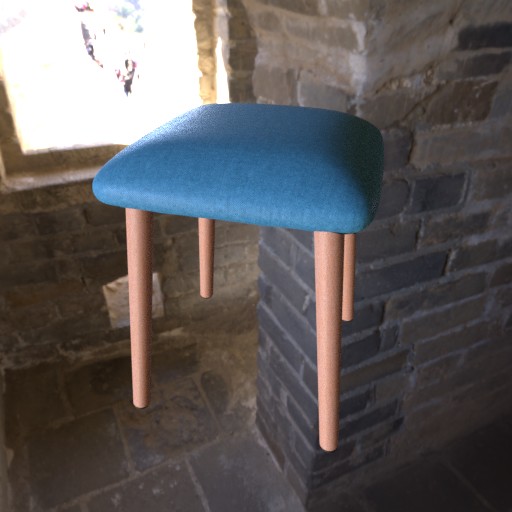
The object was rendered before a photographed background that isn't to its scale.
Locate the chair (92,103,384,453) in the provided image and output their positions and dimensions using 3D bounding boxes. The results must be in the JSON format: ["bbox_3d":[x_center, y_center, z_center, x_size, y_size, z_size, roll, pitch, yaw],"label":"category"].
[{"bbox_3d":[0.000,0.000,0.732,0.360,0.450,0.360,8,32,13],"label":"chair"}]
